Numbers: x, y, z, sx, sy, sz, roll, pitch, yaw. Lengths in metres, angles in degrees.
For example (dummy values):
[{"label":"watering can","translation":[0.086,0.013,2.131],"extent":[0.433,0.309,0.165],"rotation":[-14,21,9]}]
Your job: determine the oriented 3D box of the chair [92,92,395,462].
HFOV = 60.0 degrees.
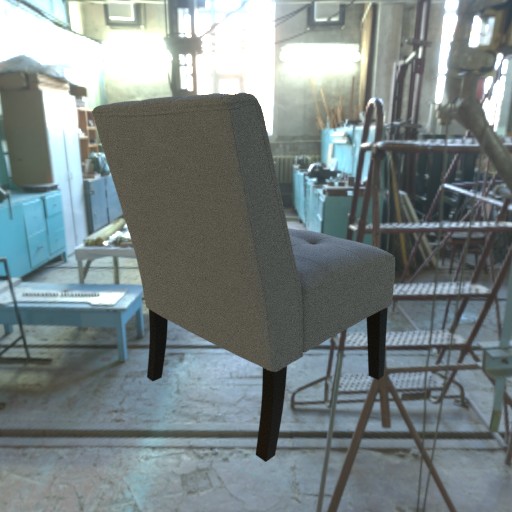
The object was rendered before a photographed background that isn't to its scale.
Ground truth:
[{"label":"chair","translation":[0.000,0.000,1.304],"extent":[0.676,0.853,0.569],"rotation":[-15,22,-43]}]
